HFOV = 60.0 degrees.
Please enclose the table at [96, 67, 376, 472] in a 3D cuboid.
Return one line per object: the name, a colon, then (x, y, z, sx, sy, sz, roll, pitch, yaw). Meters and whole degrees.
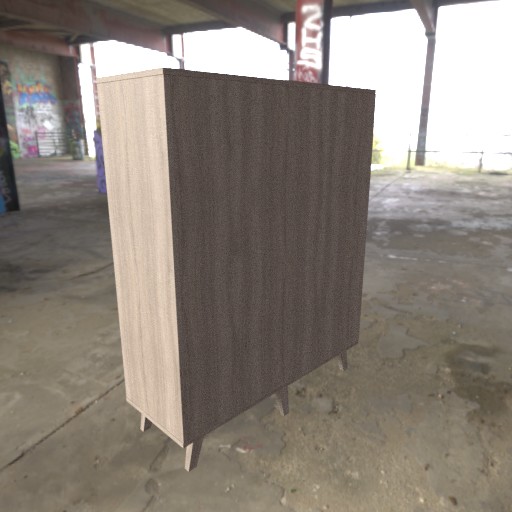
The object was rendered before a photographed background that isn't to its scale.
table: (0.000, 0.000, 1.914, 1.111, 1.388, 0.398, -16, 22, -43)
